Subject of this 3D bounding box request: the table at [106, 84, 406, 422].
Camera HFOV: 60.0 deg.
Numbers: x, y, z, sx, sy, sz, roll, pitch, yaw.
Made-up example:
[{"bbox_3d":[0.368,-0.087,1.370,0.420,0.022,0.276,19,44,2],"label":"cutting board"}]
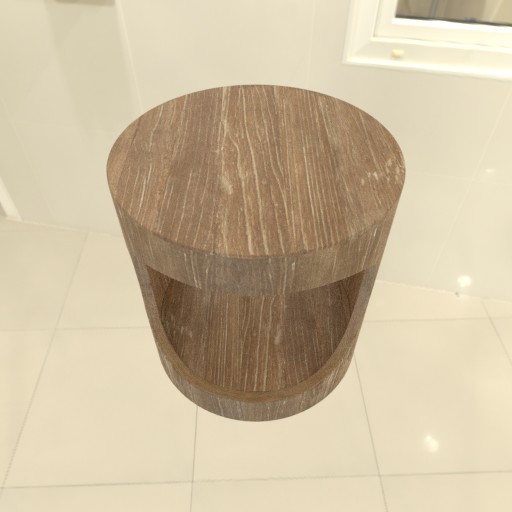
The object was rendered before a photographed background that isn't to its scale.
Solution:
[{"bbox_3d":[0.000,0.000,0.999,0.527,0.551,0.527,0,46,0],"label":"table"}]
